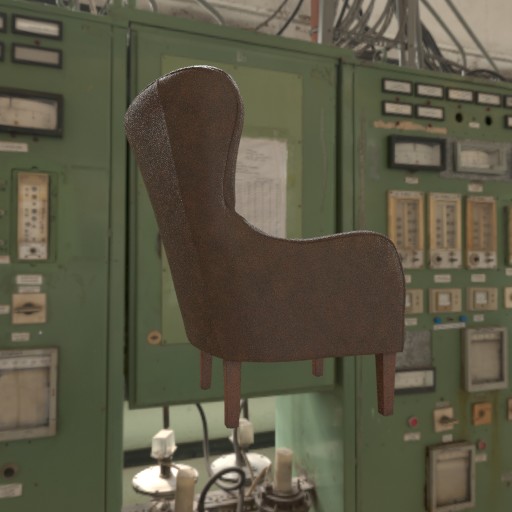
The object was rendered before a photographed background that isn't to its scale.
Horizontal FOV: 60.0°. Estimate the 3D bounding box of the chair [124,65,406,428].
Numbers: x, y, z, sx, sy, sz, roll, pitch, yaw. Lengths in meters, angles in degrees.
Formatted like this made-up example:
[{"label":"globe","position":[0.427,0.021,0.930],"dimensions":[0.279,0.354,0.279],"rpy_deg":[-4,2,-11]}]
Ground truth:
[{"label":"chair","position":[0.000,0.000,1.597],"dimensions":[0.914,1.048,0.692],"rpy_deg":[0,-1,-17]}]
